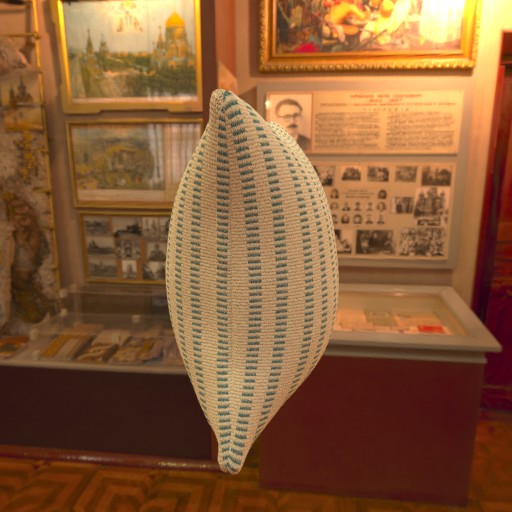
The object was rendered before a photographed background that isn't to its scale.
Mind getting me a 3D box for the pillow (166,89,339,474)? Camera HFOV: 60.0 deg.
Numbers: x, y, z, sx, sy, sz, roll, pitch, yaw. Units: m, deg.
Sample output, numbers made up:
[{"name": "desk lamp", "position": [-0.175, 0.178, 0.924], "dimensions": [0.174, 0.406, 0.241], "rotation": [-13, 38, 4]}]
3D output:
[{"name": "pillow", "position": [0.000, 0.000, 0.666], "dimensions": [0.247, 0.419, 0.438], "rotation": [2, 13, 8]}]
